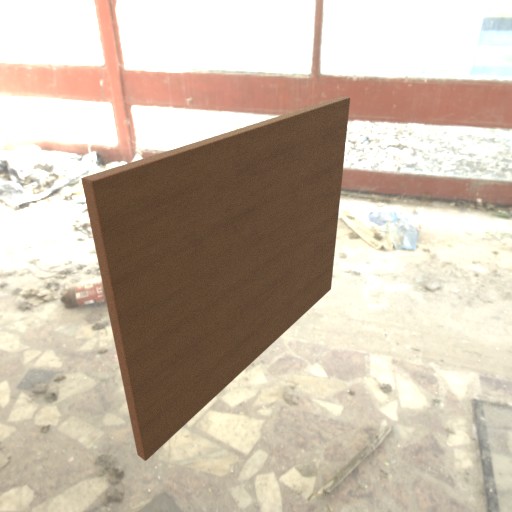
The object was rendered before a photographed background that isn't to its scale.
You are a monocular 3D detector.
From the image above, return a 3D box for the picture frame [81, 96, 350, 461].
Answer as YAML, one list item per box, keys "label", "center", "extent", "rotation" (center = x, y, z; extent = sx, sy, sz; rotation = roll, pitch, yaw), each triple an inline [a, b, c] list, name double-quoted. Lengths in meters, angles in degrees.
- label: "picture frame"
  center: [0.000, 0.000, 1.755]
  extent: [0.045, 1.018, 1.329]
  rotation: [20, 35, 31]
